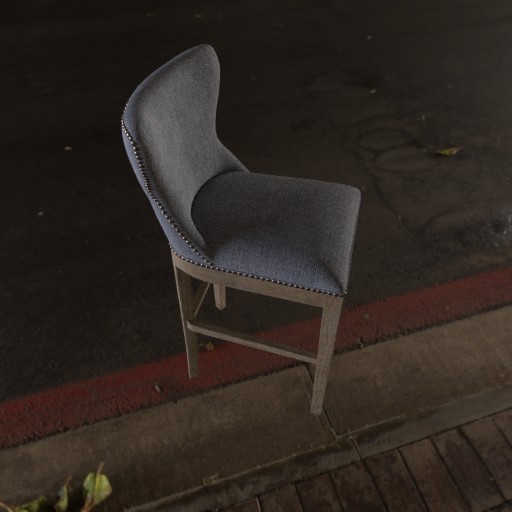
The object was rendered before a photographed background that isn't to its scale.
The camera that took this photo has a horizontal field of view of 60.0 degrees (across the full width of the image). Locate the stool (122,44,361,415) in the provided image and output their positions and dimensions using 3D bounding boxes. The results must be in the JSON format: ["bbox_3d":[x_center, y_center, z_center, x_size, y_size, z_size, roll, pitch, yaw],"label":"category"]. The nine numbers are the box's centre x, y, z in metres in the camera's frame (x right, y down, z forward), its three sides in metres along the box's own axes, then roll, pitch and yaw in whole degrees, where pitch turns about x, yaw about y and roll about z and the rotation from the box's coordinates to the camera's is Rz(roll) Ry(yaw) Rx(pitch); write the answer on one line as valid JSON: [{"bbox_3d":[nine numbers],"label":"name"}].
[{"bbox_3d":[0.000,0.000,1.432,0.606,1.123,0.494,11,47,10],"label":"stool"}]
